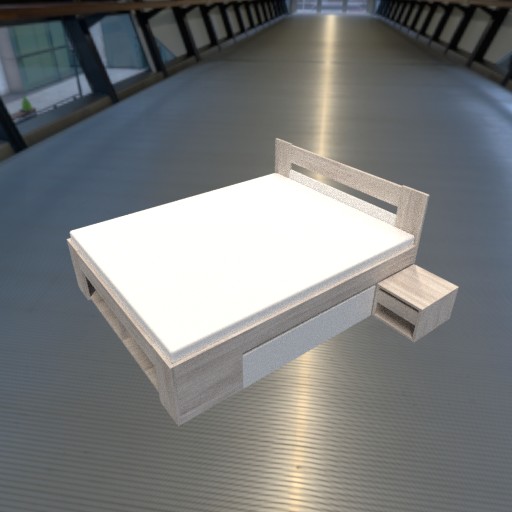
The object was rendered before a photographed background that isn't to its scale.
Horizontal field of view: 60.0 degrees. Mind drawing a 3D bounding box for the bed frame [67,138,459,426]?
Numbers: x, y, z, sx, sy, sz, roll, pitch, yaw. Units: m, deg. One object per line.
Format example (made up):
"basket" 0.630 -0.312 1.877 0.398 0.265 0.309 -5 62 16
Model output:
"bed frame" 0.000 0.000 3.203 2.050 0.860 2.040 -22 38 -31
